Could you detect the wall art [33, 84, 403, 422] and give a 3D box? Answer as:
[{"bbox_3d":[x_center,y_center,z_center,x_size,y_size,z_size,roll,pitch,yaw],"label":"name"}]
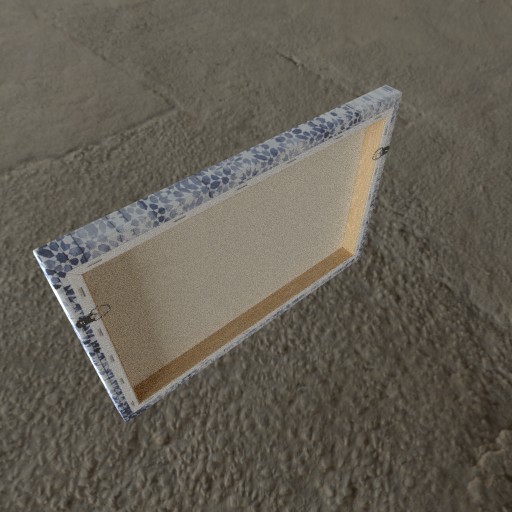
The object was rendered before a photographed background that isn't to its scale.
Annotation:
[{"bbox_3d":[0.000,0.000,1.134,0.911,0.608,0.057,-31,54,-26],"label":"wall art"}]
